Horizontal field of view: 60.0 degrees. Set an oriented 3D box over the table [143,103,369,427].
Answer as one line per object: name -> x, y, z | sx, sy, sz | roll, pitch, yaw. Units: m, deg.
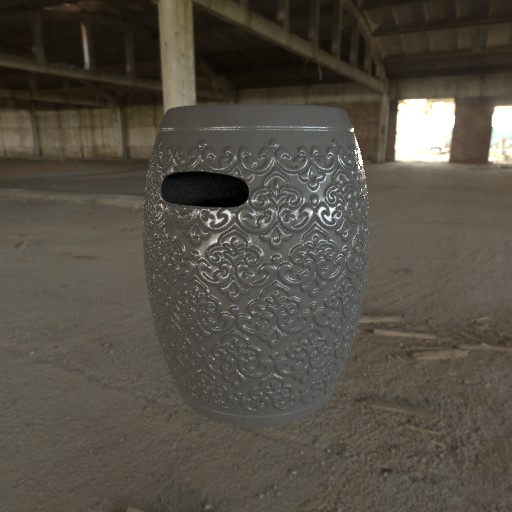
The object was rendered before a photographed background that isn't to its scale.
table -> 0.000, 0.000, 0.631 | 0.309, 0.397, 0.309 | 0, 15, 0
